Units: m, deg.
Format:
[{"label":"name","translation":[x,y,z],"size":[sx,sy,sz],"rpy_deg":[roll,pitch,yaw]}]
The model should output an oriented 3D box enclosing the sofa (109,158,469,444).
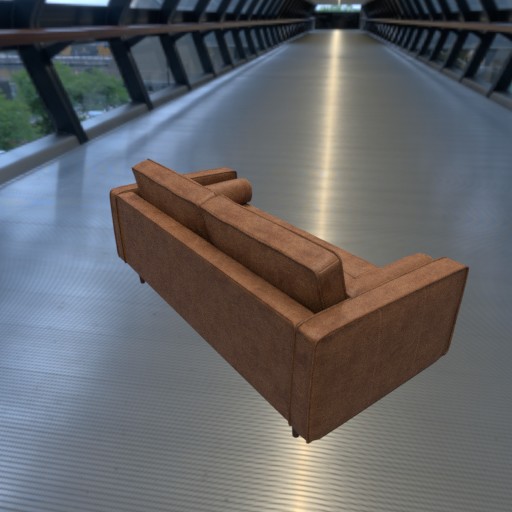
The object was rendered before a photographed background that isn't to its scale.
[{"label":"sofa","translation":[0.000,0.000,2.428],"size":[0.924,0.825,1.920],"rpy_deg":[-19,32,-32]}]
